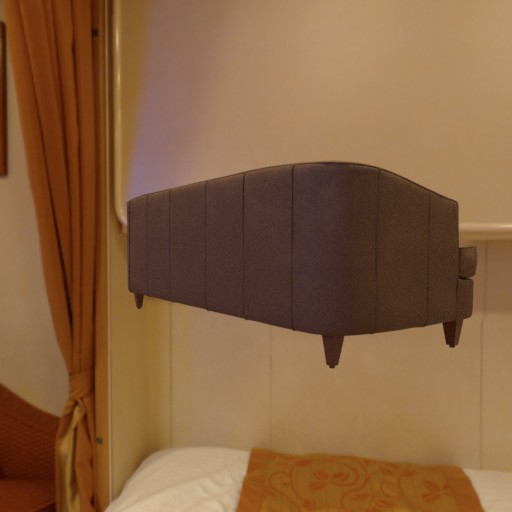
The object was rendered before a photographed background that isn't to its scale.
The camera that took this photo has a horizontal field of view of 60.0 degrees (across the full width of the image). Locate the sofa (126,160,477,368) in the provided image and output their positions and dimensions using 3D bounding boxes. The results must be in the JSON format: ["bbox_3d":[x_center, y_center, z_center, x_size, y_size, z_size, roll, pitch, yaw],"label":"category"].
[{"bbox_3d":[0.000,0.000,2.611,0.927,0.787,2.227,-1,2,-36],"label":"sofa"}]
